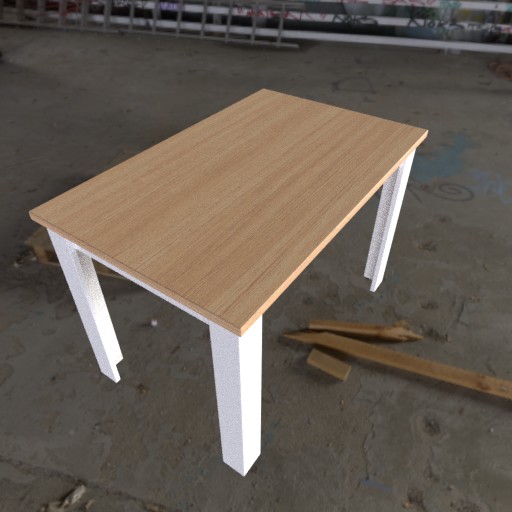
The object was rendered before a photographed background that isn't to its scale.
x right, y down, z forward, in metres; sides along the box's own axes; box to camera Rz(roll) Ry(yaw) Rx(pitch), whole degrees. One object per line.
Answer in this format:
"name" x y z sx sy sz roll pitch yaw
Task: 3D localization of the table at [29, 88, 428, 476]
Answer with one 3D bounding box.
"table" 0.000 0.000 1.599 0.700 0.734 1.100 25 46 26
